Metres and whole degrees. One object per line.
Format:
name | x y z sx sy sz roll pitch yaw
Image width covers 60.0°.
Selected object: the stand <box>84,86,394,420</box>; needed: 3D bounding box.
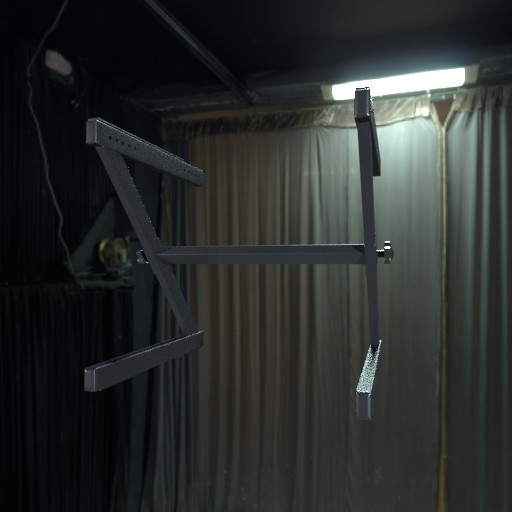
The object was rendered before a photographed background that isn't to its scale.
stand | 0.000 0.000 1.179 0.700 0.617 0.586 0 -1 18
